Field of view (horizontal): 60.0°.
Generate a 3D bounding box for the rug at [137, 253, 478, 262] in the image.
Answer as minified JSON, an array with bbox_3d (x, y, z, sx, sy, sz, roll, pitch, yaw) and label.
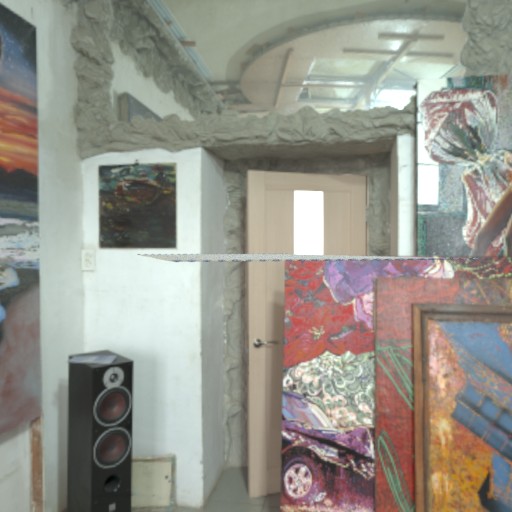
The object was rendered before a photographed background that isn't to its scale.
[{"bbox_3d":[0.000,0.000,2.621,1.248,0.009,2.108,0,1,-18],"label":"rug"}]
